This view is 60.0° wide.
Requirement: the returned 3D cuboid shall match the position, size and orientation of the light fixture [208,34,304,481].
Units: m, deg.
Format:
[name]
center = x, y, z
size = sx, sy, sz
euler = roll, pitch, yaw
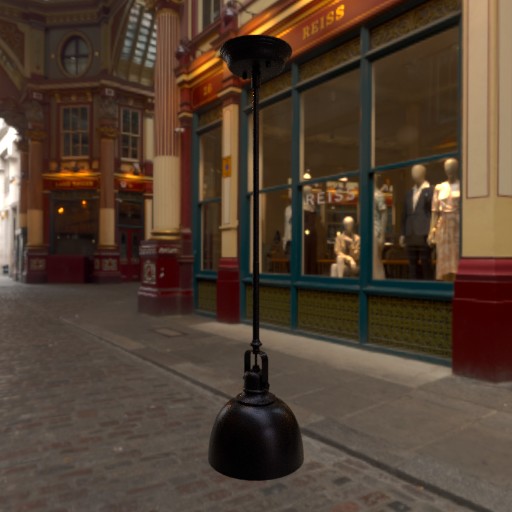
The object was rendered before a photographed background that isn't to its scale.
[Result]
[light fixture]
center = 0.000, 0.000, 0.840
size = 0.182, 0.768, 0.182
euler = -1, 1, -38
